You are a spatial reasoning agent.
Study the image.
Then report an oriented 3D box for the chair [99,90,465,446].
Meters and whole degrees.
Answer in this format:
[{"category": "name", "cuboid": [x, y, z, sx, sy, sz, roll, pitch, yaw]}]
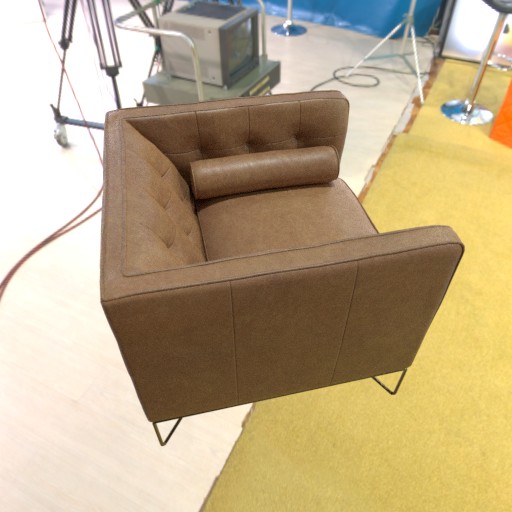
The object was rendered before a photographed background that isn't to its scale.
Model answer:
[{"category": "chair", "cuboid": [0.000, 0.000, 1.609, 0.912, 0.797, 0.920, -9, 46, -9]}]
